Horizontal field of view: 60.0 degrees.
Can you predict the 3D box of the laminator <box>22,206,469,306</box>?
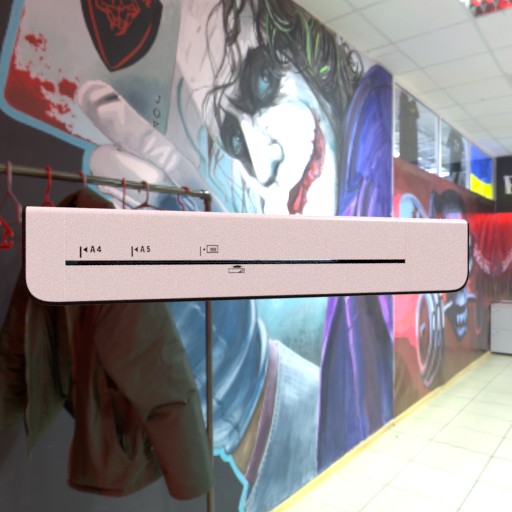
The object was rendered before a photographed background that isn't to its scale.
[{"bbox_3d":[0.000,0.000,0.381,0.340,0.062,0.123,0,0,-18],"label":"laminator"}]
